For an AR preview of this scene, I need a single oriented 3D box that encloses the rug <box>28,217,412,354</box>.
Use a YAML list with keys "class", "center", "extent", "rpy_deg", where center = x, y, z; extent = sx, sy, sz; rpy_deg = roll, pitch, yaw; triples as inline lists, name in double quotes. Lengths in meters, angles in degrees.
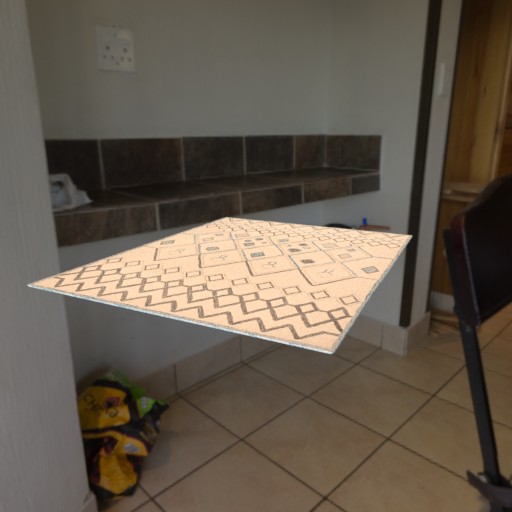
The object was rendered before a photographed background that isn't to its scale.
- class: "rug"
  center: [0.000, 0.000, 4.218]
  extent: [2.441, 0.013, 3.056]
  rpy_deg: [8, 18, 25]
